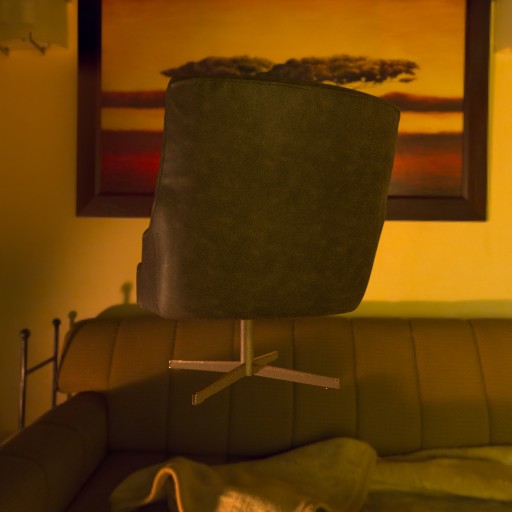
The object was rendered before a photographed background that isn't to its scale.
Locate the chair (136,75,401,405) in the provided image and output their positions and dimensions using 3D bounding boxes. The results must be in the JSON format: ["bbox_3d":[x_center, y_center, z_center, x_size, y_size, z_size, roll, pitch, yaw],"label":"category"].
[{"bbox_3d":[0.000,0.000,1.497,0.738,0.870,0.874,0,-1,-19],"label":"chair"}]
